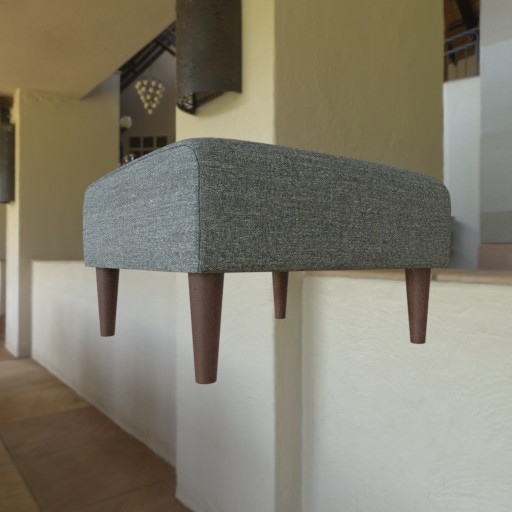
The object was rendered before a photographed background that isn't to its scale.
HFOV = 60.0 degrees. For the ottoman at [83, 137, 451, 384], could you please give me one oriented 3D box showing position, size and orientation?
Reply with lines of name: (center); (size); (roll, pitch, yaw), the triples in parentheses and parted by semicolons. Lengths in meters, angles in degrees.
ottoman: (0.000, 0.000, 1.064); (0.655, 0.399, 0.648); (0, 0, -35)
